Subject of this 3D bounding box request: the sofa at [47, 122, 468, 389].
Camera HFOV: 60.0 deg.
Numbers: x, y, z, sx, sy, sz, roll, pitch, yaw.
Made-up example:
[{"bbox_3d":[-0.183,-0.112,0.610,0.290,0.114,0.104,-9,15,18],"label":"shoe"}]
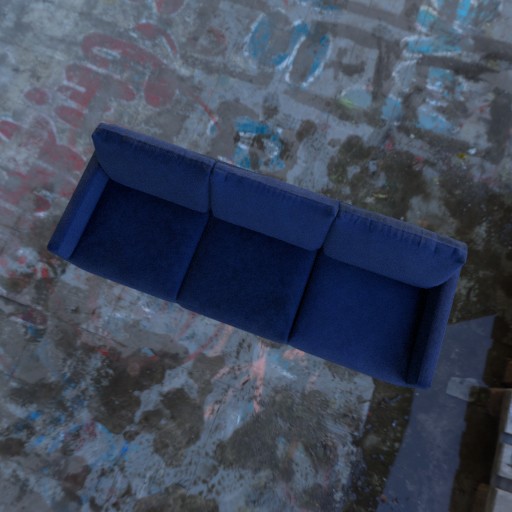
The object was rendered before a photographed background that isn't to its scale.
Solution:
[{"bbox_3d":[0.000,0.000,2.662,2.252,0.879,0.875,19,77,5],"label":"sofa"}]
